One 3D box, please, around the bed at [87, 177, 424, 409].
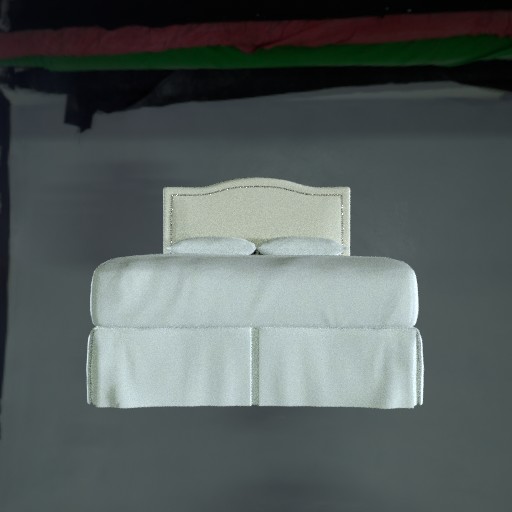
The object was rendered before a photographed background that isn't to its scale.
[{"bbox_3d":[0.000,0.000,3.180,1.753,1.460,2.143,0,0,0],"label":"bed"}]
